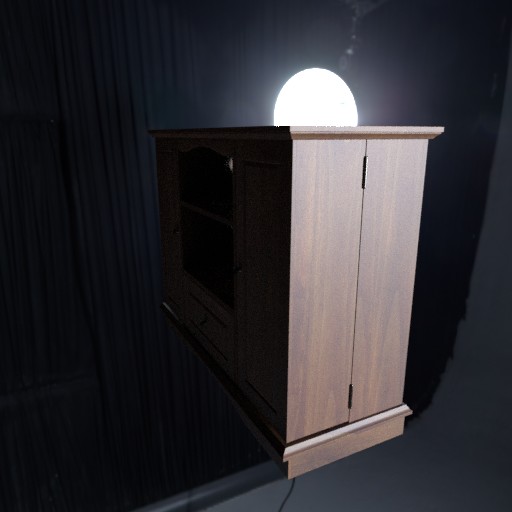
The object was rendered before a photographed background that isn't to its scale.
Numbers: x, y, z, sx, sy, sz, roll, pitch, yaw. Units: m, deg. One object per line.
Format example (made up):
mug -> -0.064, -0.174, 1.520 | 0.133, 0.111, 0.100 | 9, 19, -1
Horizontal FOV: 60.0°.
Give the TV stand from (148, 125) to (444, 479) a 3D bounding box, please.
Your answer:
TV stand -> 0.000, 0.000, 1.474 | 0.406, 0.813, 1.067 | -8, 17, -26
